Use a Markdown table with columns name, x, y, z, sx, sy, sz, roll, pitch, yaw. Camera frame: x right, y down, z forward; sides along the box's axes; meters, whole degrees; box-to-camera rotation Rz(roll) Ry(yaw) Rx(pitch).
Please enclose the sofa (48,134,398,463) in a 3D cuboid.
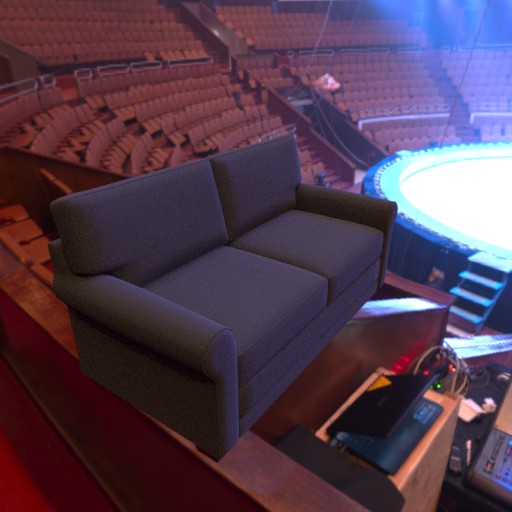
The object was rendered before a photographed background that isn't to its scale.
| name | x | y | z | sx | sy | sz | roll | pitch | yaw |
| --- | --- | --- | --- | --- | --- | --- | --- | --- | --- |
| sofa | 0.000 | 0.000 | 2.479 | 0.940 | 1.020 | 1.930 | 17 | 30 | 32 |
